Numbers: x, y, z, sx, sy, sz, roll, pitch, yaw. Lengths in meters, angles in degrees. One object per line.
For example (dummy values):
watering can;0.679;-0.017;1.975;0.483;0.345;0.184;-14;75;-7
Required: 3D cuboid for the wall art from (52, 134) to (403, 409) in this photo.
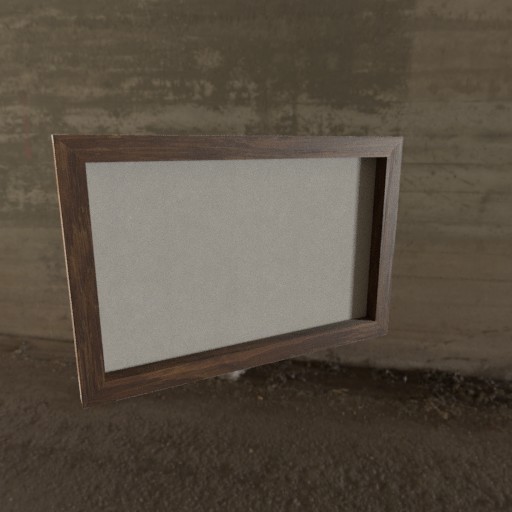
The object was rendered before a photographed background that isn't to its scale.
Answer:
wall art;0.000;0.000;0.774;0.609;0.405;0.035;-7;16;-26
